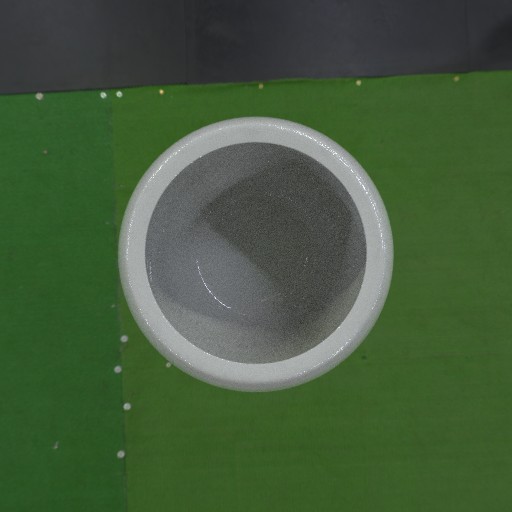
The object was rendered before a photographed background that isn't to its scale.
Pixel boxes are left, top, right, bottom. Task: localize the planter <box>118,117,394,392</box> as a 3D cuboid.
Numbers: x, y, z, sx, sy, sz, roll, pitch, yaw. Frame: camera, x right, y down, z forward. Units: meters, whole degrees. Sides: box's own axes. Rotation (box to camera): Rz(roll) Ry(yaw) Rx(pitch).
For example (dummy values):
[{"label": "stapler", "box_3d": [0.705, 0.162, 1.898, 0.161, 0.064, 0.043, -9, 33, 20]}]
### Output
[{"label": "planter", "box_3d": [0.000, 0.000, 0.445, 0.222, 0.278, 0.222, 0, 89, 0]}]
